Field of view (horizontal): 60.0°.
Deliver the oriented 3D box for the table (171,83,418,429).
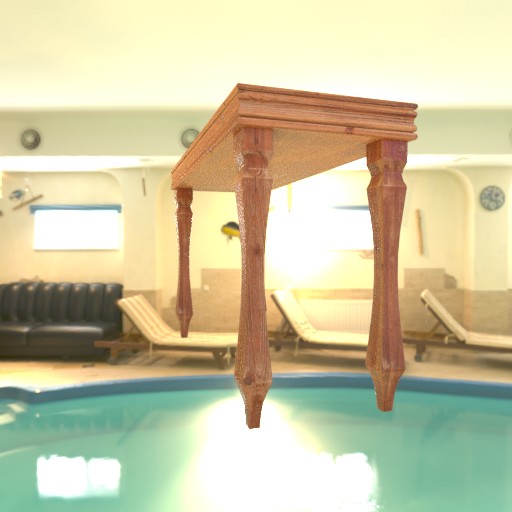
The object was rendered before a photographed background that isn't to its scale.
[{"bbox_3d":[0.000,0.000,1.794,0.522,0.873,1.330,0,1,-18],"label":"table"}]
